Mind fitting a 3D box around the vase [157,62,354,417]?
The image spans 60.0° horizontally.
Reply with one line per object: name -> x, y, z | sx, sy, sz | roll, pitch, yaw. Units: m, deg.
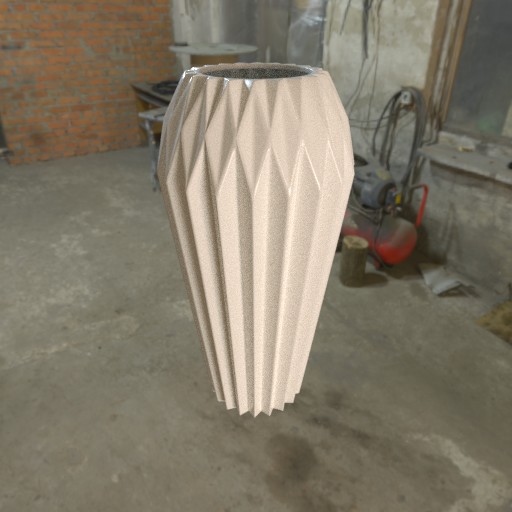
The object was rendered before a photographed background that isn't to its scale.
vase -> 0.000, 0.000, 0.338 | 0.133, 0.263, 0.133 | 0, 30, 0
